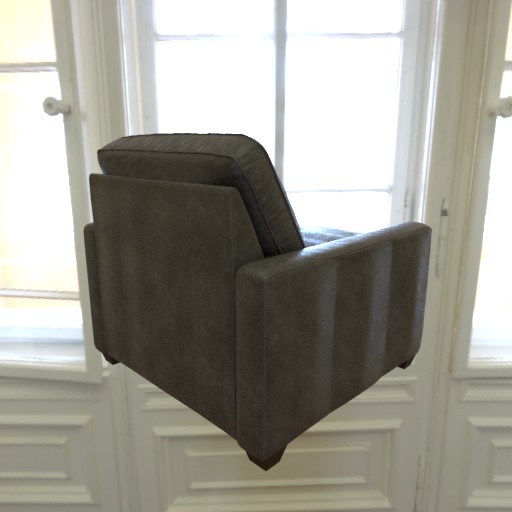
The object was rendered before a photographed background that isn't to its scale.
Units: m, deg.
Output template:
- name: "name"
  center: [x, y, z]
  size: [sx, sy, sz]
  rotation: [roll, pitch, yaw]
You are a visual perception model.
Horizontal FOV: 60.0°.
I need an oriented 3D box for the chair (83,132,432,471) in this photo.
- name: "chair"
  center: [0.000, 0.000, 1.727]
  size: [1.006, 0.916, 0.939]
  rotation: [14, 20, 43]
